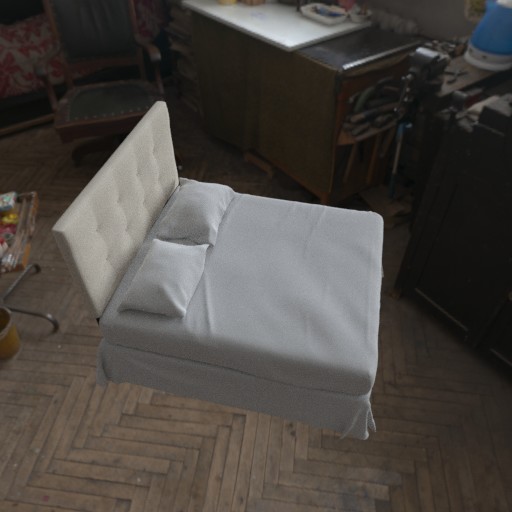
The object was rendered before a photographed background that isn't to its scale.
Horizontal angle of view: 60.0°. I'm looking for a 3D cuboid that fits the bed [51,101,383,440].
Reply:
[{"bbox_3d":[0.000,0.000,3.484,2.222,1.577,1.936,10,47,9],"label":"bed"}]
